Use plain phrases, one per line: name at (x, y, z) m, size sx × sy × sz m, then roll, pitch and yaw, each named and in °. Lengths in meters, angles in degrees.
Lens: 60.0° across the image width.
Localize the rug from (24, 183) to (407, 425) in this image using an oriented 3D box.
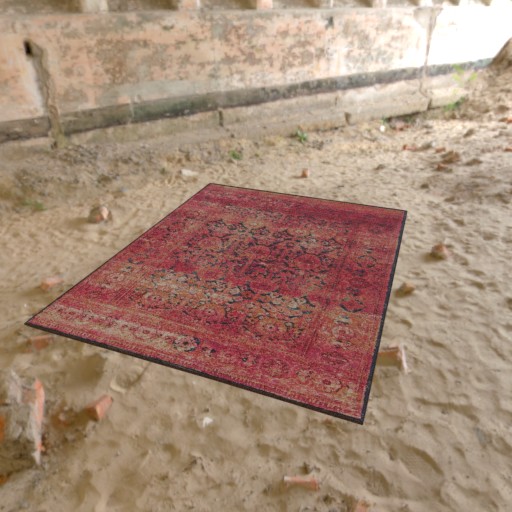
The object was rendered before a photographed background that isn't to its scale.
rug at (0.000, 0.000, 4.014) m, size 2.411 × 0.020 × 3.032 m, roll 11°, pitch 32°, yaw 18°
